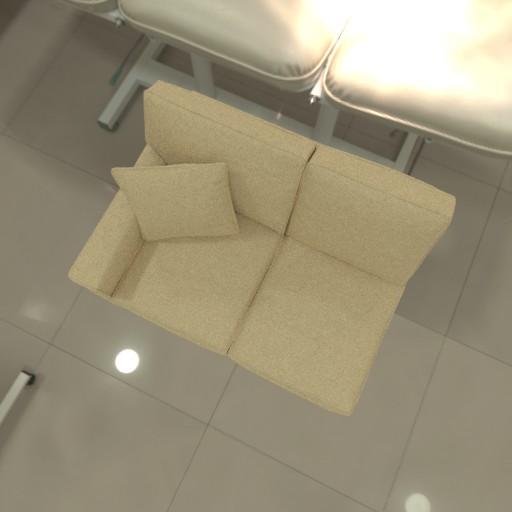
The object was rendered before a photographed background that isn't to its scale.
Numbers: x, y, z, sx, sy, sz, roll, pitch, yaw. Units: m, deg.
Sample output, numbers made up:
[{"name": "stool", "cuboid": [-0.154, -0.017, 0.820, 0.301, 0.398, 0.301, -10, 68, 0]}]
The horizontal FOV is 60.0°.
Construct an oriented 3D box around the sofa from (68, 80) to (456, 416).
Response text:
[{"name": "sofa", "cuboid": [0.000, 0.000, 2.111, 1.388, 0.989, 0.991, 24, 76, 7]}]
